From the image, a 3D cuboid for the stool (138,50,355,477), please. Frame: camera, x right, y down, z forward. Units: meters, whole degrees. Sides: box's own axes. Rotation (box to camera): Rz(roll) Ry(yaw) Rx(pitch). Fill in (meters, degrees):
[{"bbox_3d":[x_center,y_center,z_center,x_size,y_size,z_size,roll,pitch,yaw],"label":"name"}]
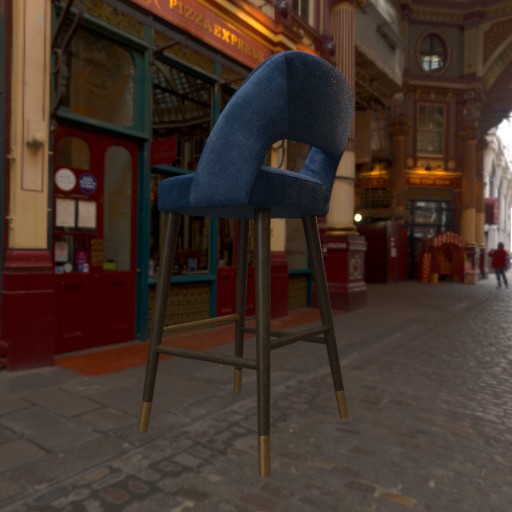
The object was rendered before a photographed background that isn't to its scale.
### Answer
[{"bbox_3d":[0.000,0.000,1.314,0.515,1.016,0.514,0,1,36],"label":"stool"}]
